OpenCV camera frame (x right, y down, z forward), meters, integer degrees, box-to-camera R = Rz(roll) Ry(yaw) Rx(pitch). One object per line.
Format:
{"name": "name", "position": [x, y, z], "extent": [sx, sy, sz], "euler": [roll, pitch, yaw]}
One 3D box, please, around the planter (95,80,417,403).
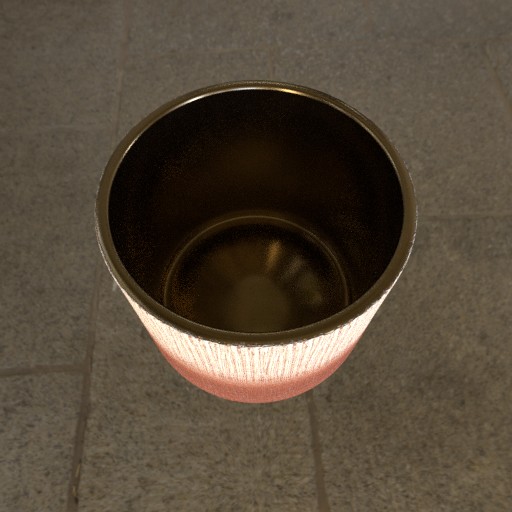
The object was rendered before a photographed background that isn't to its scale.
{"name": "planter", "position": [0.000, 0.000, 0.442], "extent": [0.254, 0.221, 0.254], "euler": [0, 62, 0]}
